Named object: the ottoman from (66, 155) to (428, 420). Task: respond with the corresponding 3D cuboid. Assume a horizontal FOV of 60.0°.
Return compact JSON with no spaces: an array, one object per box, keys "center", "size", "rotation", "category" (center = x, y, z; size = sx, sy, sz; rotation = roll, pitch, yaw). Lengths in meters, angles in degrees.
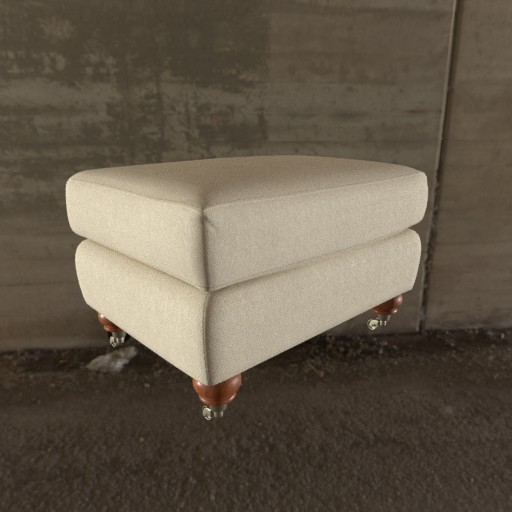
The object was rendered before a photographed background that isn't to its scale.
[{"center":[0.000,0.000,1.166],"size":[0.773,0.499,0.569],"rotation":[-15,23,-41],"category":"ottoman"}]
